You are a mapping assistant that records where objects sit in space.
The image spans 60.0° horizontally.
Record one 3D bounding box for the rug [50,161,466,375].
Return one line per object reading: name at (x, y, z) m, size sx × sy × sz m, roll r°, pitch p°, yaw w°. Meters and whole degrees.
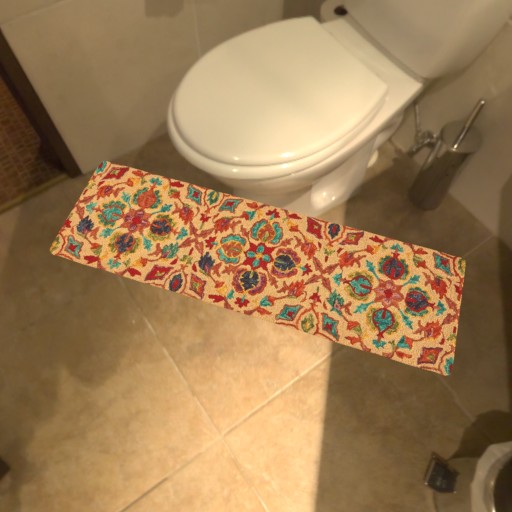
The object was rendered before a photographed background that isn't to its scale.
rug at (0.000, 0.000, 2.514) m, size 2.273 × 0.016 × 0.693 m, roll 16°, pitch 65°, yaw 8°
